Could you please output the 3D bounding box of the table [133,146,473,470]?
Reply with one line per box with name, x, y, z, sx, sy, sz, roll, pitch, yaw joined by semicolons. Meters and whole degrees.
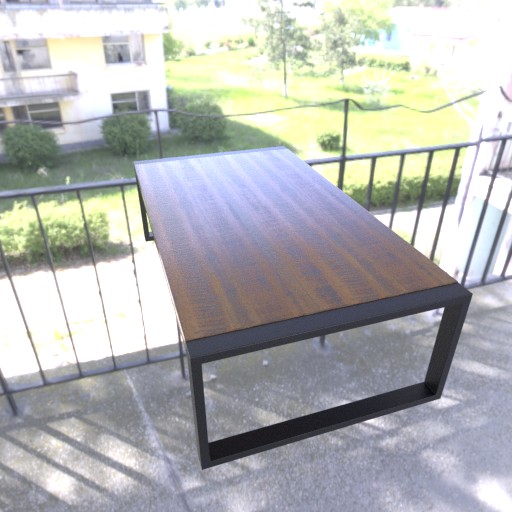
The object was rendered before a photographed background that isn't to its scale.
table;0.000;0.000;1.711;0.750;0.400;1.350;-10;32;-16
